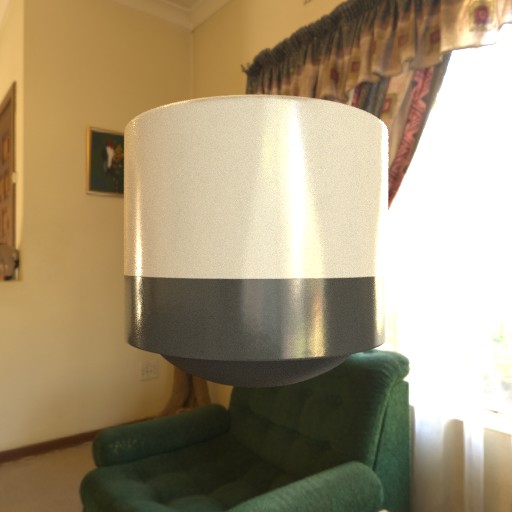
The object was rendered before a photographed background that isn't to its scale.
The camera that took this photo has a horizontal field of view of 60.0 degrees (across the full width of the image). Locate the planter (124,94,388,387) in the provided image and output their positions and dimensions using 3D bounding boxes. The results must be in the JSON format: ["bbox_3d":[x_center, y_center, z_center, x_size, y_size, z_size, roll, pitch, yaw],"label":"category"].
[{"bbox_3d":[0.000,0.000,0.338,0.193,0.177,0.193,0,0,0],"label":"planter"}]
